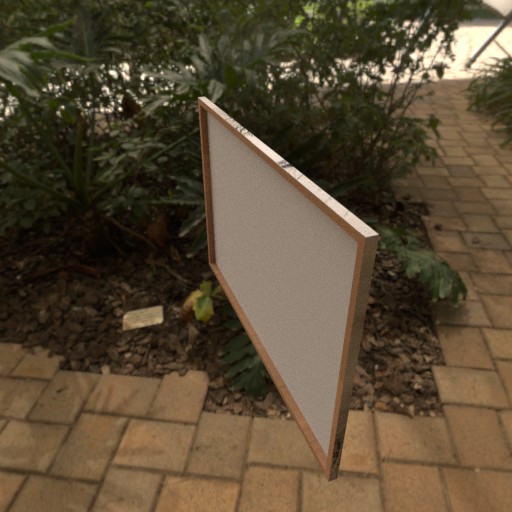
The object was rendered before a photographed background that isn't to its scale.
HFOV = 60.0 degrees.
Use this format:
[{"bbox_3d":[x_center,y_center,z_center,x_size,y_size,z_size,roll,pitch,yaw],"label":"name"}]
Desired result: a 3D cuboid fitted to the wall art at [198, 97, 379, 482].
[{"bbox_3d":[0.000,0.000,1.153,0.023,0.607,0.914,-12,34,-18],"label":"wall art"}]
